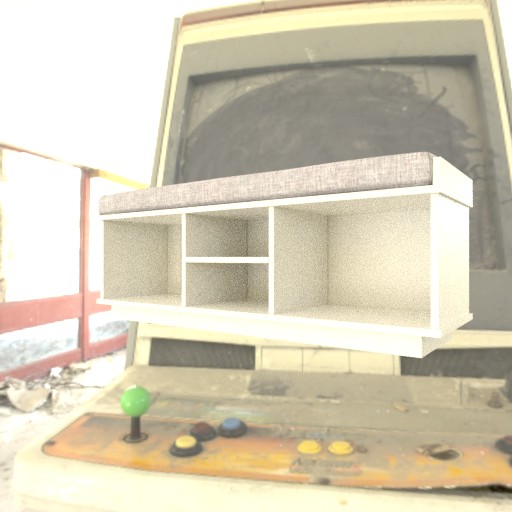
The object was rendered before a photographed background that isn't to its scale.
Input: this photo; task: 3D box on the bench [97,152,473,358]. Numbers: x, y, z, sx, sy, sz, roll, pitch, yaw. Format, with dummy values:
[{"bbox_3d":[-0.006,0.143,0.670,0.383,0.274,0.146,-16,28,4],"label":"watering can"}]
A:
[{"bbox_3d":[0.000,0.000,1.412,1.196,0.453,0.363,0,0,36],"label":"bench"}]
